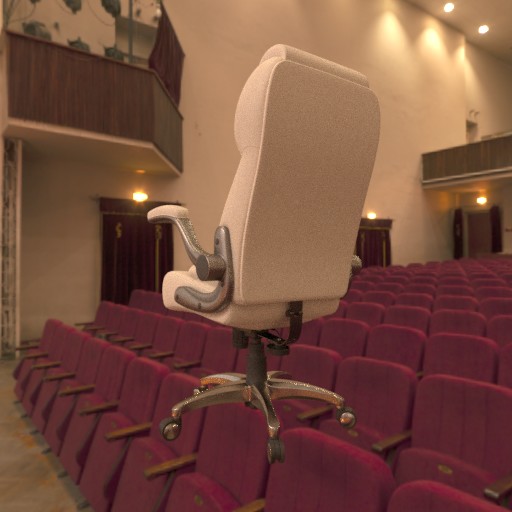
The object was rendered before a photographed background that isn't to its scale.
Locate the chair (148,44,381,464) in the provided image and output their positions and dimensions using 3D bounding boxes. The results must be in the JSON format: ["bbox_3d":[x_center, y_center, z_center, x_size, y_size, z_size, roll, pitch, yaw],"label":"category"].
[{"bbox_3d":[0.000,0.000,1.762,0.755,1.330,0.806,0,0,-37],"label":"chair"}]
